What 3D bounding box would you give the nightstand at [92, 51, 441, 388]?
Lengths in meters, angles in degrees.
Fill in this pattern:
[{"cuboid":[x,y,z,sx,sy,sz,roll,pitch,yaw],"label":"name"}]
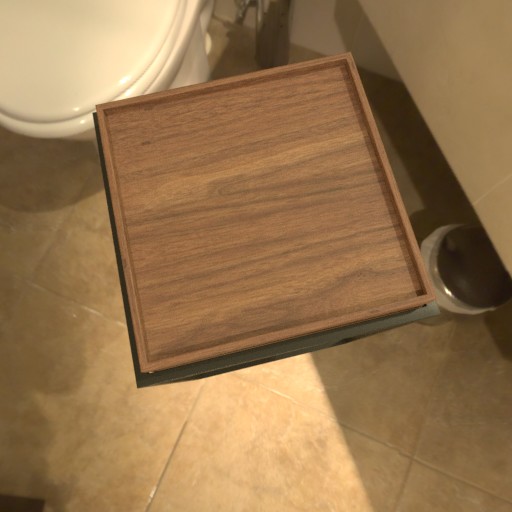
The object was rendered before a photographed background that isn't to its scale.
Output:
[{"cuboid":[0.000,0.000,0.865,0.397,0.607,0.397,-13,76,-3],"label":"nightstand"}]
